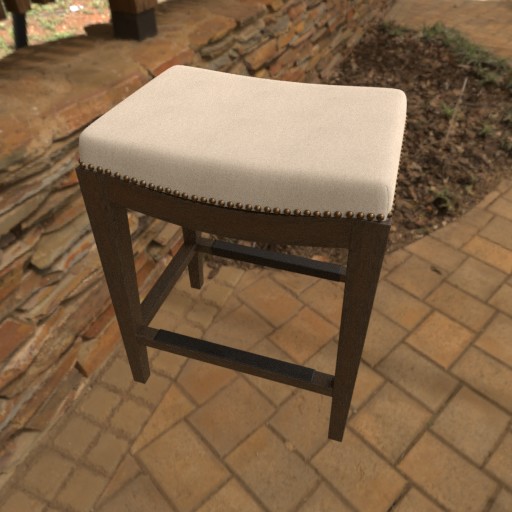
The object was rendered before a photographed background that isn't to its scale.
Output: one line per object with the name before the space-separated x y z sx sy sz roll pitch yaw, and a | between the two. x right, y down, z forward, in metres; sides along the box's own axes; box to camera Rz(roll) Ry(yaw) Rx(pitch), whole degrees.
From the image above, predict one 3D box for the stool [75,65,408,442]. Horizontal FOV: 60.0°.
stool | 0.000 0.000 0.930 0.500 0.642 0.361 12 42 13
